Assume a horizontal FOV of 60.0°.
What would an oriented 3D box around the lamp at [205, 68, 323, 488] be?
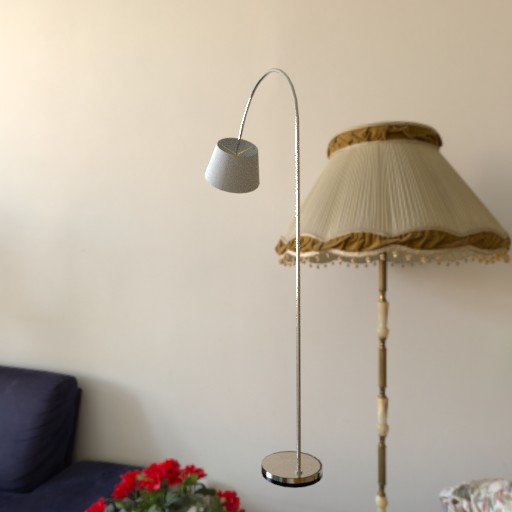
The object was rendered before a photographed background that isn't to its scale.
[{"bbox_3d":[0.000,0.000,2.696,0.406,2.098,1.445,0,-1,-18],"label":"lamp"}]
